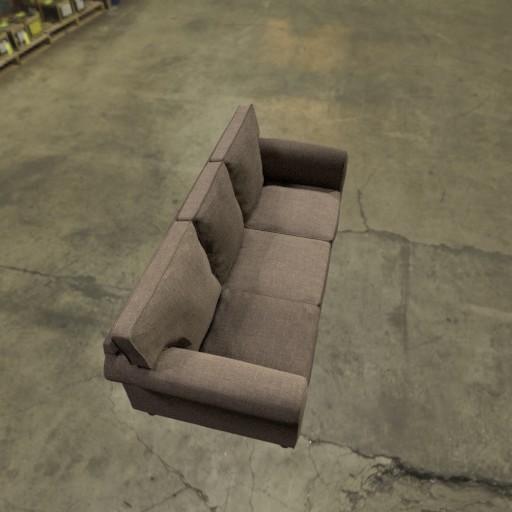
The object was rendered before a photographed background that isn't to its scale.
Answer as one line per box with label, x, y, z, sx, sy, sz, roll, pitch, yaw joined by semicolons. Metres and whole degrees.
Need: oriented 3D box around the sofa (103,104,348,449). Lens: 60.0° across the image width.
sofa;0.000;0.000;2.709;0.916;0.961;2.084;10;46;10
